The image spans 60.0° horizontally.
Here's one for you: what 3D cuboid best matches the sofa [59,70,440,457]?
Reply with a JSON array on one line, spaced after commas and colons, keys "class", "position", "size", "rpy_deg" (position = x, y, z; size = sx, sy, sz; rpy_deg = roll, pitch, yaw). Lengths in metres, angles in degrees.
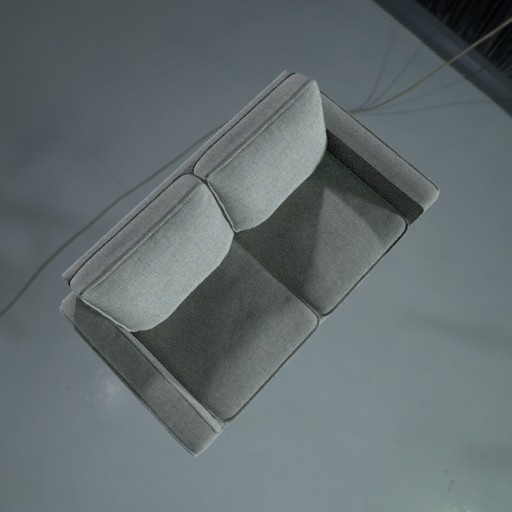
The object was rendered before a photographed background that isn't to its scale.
[{"class": "sofa", "position": [0.000, 0.000, 2.228], "size": [0.945, 0.915, 1.706], "rpy_deg": [43, 80, 10]}]
